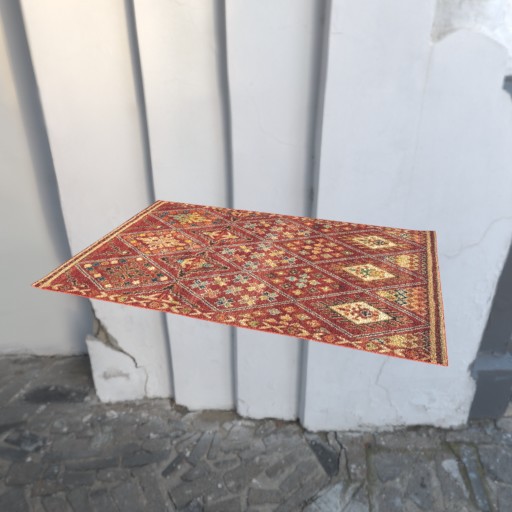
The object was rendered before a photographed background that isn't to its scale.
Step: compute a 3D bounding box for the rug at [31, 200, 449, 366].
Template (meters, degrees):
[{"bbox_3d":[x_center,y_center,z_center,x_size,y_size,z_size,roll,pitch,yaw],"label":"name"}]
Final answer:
[{"bbox_3d":[0.000,0.000,2.915,2.286,0.026,1.521,8,28,16],"label":"rug"}]
